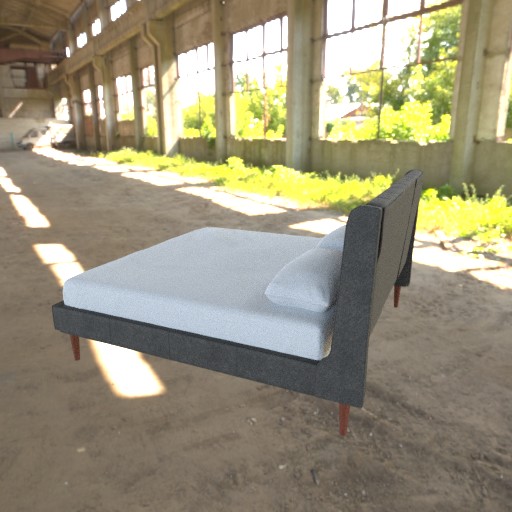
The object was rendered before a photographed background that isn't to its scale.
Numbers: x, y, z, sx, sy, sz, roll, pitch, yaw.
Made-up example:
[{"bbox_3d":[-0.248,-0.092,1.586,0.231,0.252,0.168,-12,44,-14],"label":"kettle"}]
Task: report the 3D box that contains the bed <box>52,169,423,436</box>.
[{"bbox_3d":[0.000,0.000,2.576,1.638,0.933,1.531,7,17,24],"label":"bed"}]
